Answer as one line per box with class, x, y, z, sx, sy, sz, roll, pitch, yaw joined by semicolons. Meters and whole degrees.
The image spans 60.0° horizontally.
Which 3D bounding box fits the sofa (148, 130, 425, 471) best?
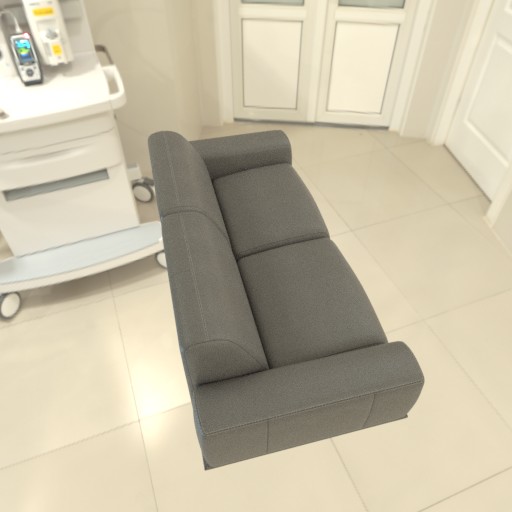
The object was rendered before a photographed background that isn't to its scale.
sofa;0.000;0.000;2.326;0.900;0.772;1.901;-10;46;-10
